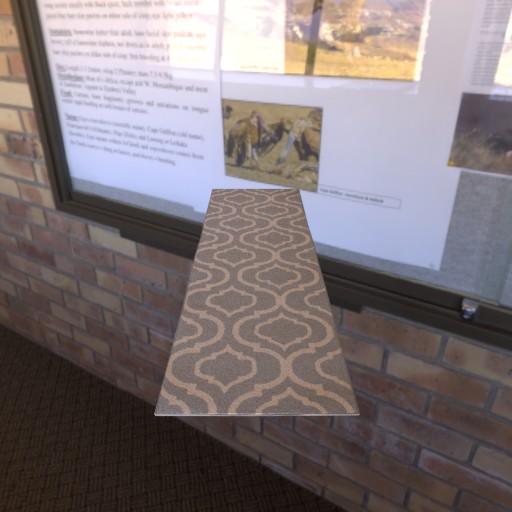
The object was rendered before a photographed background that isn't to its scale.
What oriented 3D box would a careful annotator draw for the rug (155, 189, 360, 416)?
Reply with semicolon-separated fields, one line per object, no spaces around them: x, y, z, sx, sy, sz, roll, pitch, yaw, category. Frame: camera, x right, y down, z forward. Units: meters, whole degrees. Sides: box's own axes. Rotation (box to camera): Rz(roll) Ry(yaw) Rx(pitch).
0.000;0.000;2.472;0.684;0.009;2.275;0;27;0;rug
